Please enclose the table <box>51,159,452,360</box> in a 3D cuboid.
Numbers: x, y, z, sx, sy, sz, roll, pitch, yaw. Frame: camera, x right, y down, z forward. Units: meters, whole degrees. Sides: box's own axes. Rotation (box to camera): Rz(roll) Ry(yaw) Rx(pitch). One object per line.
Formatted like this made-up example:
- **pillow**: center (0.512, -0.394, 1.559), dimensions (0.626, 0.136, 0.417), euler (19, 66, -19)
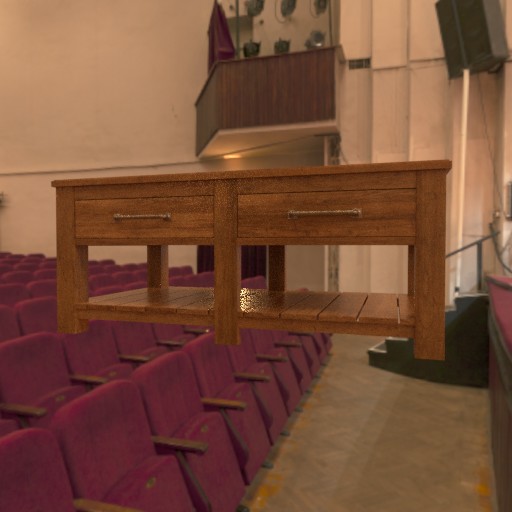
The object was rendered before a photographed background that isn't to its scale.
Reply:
- **table**: center (0.000, 0.000, 1.504), dimensions (1.150, 0.480, 0.635), euler (0, 2, 17)
